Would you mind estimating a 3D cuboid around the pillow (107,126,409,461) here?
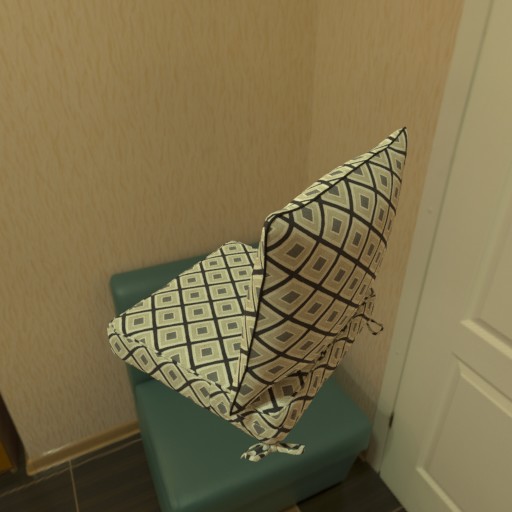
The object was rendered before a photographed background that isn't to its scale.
[{"bbox_3d":[0.000,0.000,1.364,0.733,0.722,0.798,19,36,29],"label":"pillow"}]
